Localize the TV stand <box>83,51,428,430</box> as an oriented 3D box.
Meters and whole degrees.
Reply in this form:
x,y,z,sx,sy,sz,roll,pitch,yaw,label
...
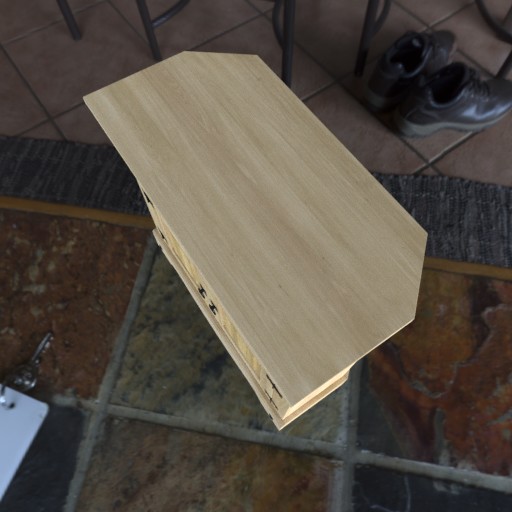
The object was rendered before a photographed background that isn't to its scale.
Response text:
x,y,z,sx,sy,sz,roll,pitch,yaw,label
0.000,0.000,1.309,0.425,0.781,0.851,-31,68,-14,TV stand
